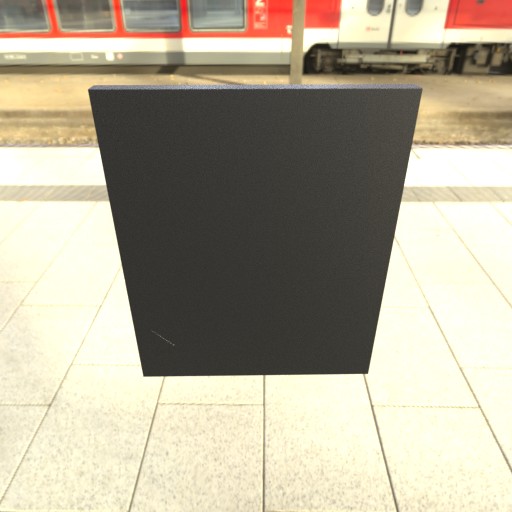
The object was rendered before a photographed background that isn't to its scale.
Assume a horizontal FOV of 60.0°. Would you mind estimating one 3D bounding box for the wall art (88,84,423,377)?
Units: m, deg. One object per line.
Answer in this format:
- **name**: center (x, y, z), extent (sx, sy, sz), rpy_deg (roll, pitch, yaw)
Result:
- **wall art**: center (0.000, 0.000, 0.765), extent (0.457, 0.557, 0.028), rpy_deg (-1, 32, -1)
